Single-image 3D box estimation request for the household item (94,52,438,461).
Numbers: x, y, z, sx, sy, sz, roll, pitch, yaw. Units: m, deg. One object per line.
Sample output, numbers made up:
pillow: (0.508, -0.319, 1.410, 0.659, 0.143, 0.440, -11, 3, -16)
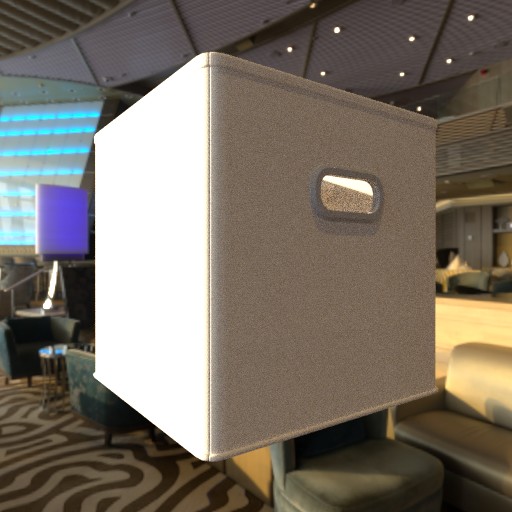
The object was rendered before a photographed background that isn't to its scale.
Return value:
household item: (0.000, 0.000, 0.533, 0.305, 0.305, 0.305, 0, 0, -36)
